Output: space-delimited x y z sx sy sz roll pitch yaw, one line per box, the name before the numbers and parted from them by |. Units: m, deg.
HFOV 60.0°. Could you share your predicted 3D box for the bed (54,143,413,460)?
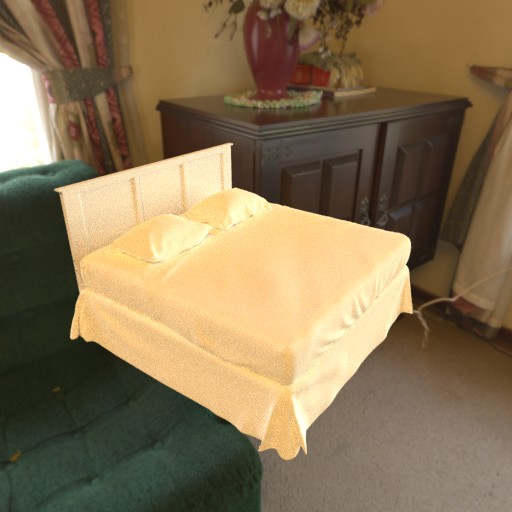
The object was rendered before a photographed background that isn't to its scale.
bed | 0.000 0.000 3.682 2.215 1.273 2.317 18 31 32
